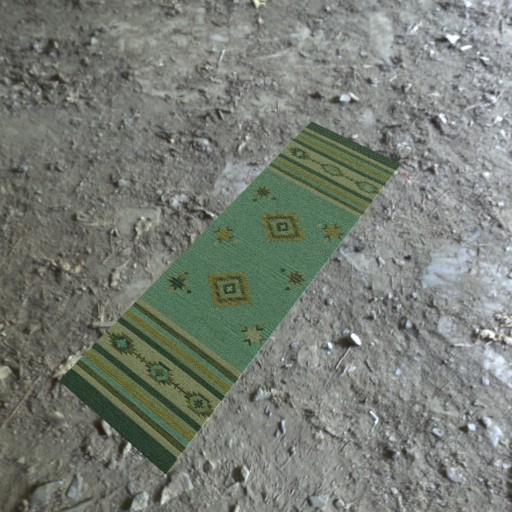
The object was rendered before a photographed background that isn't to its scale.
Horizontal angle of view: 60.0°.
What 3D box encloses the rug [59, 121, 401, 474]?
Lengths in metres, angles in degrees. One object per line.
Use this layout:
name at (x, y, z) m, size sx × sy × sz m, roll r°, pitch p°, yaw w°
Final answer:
rug at (0.000, 0.000, 2.708) m, size 0.744 × 0.010 × 2.441 m, roll 32°, pitch 63°, yaw 18°
